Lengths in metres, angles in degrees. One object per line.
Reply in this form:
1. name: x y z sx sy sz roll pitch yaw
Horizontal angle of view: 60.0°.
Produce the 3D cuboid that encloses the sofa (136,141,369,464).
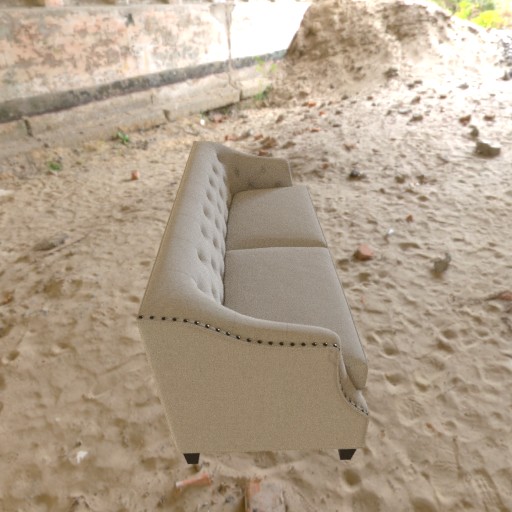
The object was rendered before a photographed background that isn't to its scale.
1. sofa: 0.000 0.000 2.713 0.914 0.901 2.235 -1 30 -1
